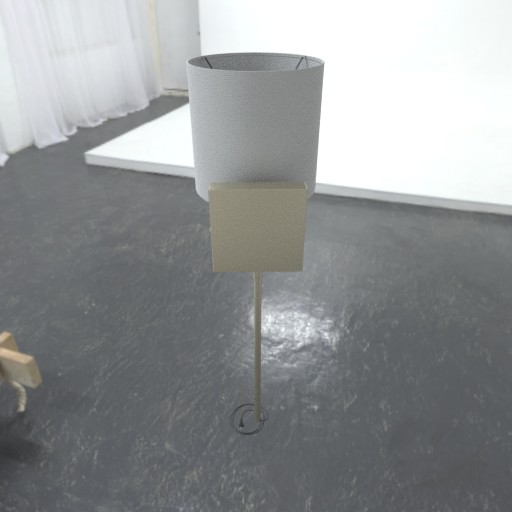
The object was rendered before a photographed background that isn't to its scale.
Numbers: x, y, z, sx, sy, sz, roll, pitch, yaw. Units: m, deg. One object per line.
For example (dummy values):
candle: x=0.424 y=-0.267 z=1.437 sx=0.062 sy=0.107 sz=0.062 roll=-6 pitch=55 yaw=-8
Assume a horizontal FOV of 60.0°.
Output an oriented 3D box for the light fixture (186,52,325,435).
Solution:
light fixture: x=0.000 y=0.000 z=0.734 sx=0.188 sy=0.589 sz=0.248 roll=-1 pitch=31 yaw=-1
